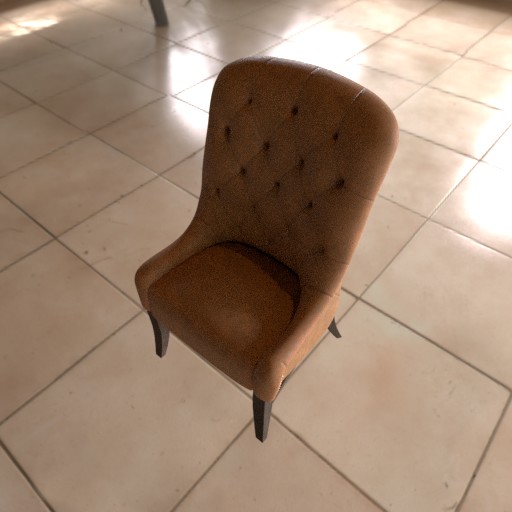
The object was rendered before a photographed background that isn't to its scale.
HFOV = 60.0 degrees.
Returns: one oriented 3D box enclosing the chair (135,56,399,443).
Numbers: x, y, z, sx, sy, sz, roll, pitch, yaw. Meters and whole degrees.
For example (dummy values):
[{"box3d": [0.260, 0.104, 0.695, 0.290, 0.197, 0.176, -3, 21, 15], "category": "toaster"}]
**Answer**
[{"box3d": [0.000, 0.000, 1.497, 0.634, 1.091, 0.629, 31, 55, 26], "category": "chair"}]
